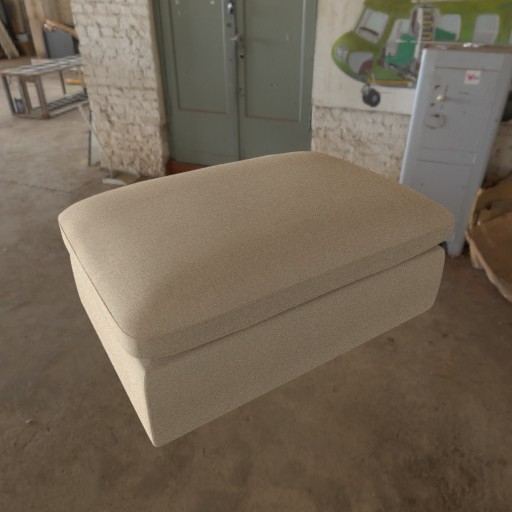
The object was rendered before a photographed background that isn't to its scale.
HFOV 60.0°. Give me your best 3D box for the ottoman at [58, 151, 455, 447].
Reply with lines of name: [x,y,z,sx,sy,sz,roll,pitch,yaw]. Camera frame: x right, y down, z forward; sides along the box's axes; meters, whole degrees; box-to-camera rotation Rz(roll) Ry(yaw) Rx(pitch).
ottoman: [0.000,0.000,1.347,0.984,0.453,0.686,-19,36,-27]
